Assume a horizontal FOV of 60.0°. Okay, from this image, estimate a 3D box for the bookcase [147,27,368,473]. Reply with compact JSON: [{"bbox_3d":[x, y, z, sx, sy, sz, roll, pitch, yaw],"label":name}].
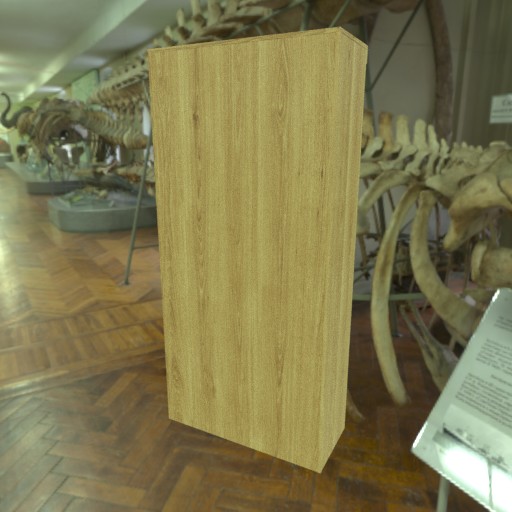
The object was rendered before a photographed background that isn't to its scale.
[{"bbox_3d":[0.000,0.000,2.338,0.950,2.020,0.420,8,17,27],"label":"bookcase"}]
